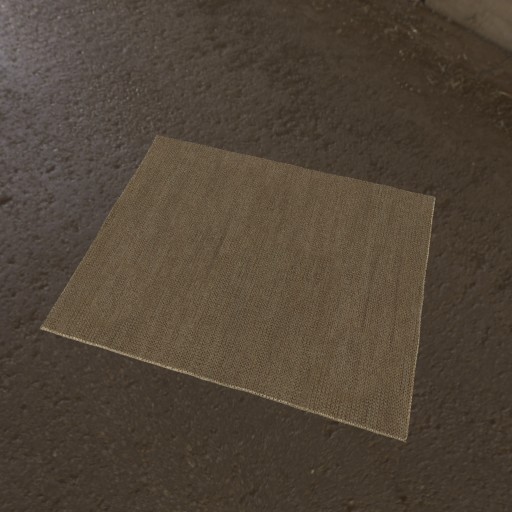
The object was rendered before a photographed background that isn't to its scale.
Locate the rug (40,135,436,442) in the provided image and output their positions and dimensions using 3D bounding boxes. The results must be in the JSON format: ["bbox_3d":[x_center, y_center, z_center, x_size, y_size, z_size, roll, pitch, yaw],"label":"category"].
[{"bbox_3d":[0.000,0.000,4.083,3.052,0.030,2.429,14,59,9],"label":"rug"}]
